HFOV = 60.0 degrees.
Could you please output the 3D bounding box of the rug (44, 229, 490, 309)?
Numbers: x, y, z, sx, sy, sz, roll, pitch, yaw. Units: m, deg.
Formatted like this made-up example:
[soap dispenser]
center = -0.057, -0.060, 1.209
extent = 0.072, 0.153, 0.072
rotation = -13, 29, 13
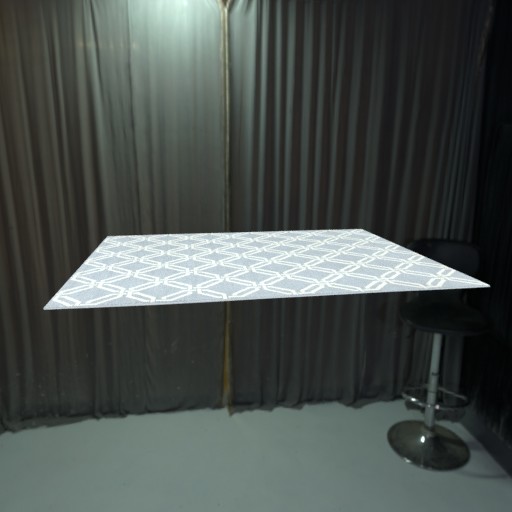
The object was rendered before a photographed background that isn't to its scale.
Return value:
[rug]
center = 0.000, 0.000, 3.921
extent = 2.895, 0.018, 2.288
rotation = -2, 13, -9
